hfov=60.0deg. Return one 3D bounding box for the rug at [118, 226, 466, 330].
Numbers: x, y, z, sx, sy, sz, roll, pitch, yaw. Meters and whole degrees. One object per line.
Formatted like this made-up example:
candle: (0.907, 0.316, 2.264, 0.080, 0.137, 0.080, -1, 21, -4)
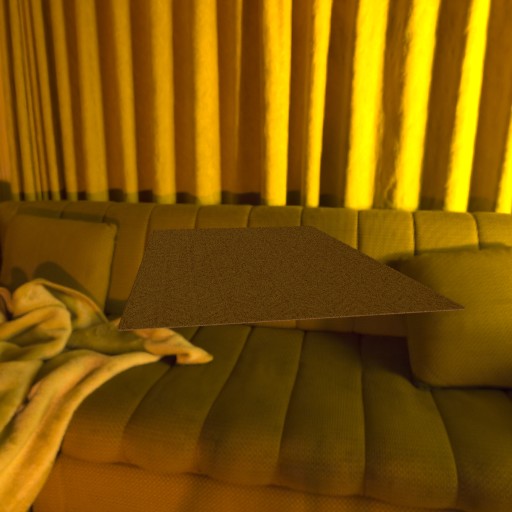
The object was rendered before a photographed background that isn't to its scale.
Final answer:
rug: (0.000, 0.000, 3.041, 1.523, 0.008, 2.438, -2, 13, -9)
